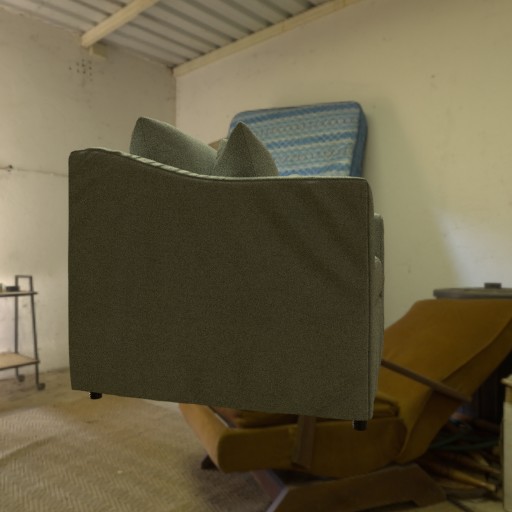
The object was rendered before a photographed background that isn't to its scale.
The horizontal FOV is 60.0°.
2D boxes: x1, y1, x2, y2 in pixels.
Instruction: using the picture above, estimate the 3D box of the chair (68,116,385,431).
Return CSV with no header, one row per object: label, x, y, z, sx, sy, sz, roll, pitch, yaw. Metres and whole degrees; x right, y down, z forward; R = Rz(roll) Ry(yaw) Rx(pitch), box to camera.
chair,0.000,0.000,1.970,1.071,1.059,1.194,0,0,18
